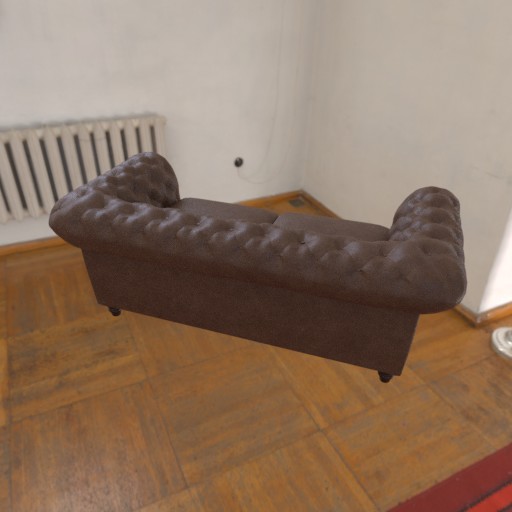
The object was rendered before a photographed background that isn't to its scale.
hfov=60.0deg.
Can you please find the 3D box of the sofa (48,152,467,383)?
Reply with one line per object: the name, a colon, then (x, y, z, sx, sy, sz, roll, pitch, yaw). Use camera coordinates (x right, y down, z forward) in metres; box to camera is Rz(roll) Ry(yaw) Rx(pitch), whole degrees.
sofa: (0.000, 0.000, 2.482, 2.048, 0.784, 0.955, 10, 33, 16)
